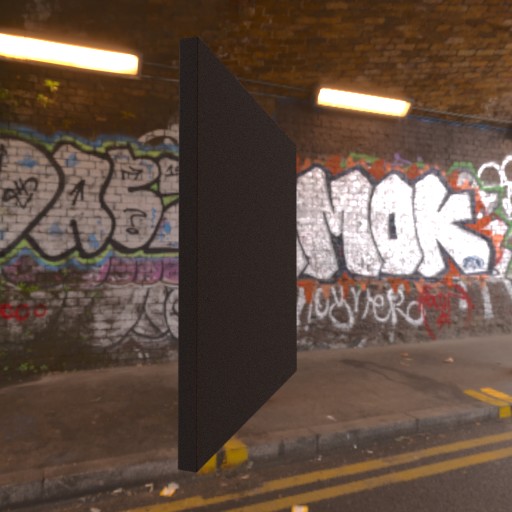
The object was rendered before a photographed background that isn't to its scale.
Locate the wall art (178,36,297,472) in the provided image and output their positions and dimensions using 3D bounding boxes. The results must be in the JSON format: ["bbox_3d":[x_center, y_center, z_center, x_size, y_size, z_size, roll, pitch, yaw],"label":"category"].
[{"bbox_3d":[0.000,0.000,1.140,0.038,0.762,0.762,0,-1,18],"label":"wall art"}]
